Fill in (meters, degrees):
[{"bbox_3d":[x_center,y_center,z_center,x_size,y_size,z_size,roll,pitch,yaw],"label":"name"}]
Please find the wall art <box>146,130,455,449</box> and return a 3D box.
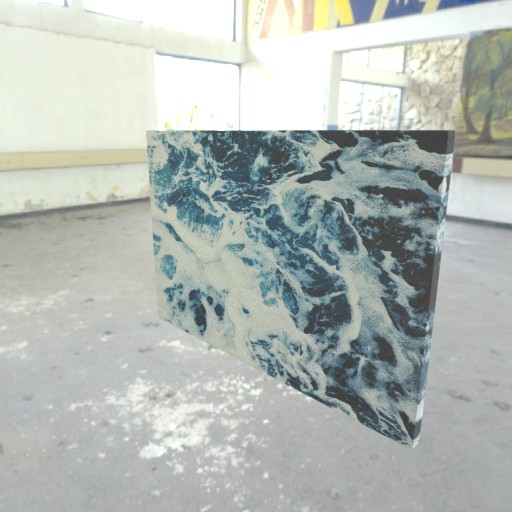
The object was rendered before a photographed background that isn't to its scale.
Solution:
[{"bbox_3d":[0.000,0.000,1.864,0.055,1.017,1.524,-15,22,-43],"label":"wall art"}]
